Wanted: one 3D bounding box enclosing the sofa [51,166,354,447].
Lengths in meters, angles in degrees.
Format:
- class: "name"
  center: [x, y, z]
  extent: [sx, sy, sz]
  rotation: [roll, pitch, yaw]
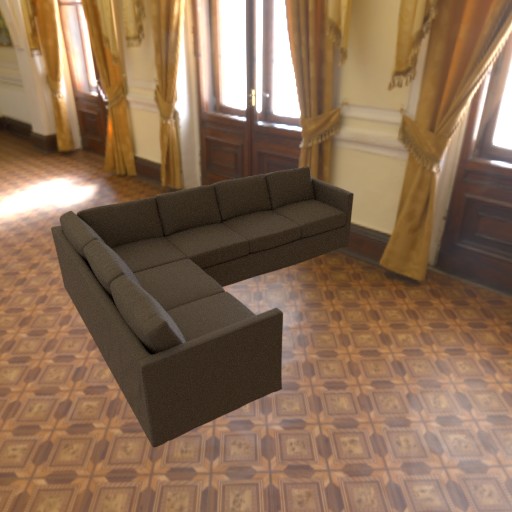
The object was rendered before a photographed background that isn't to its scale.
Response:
- class: "sofa"
  center: [0.000, 0.000, 4.288]
  extent: [3.182, 0.871, 2.432]
  rotation: [-17, 32, -30]
